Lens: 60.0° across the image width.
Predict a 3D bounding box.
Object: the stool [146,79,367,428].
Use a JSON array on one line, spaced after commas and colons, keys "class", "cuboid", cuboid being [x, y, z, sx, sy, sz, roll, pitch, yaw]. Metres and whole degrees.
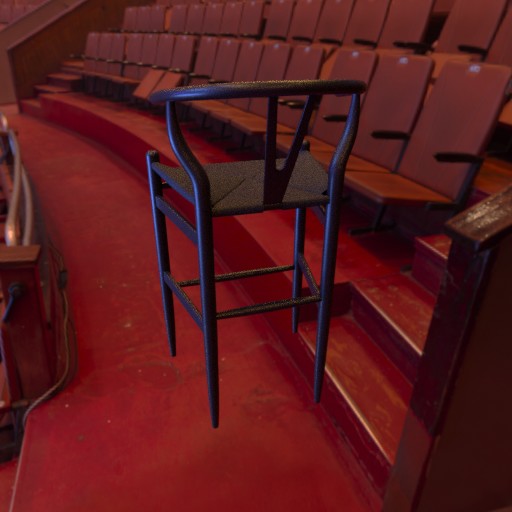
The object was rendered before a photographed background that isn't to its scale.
[{"class": "stool", "cuboid": [0.000, 0.000, 1.386, 0.569, 1.072, 0.579, -8, 28, -16]}]
